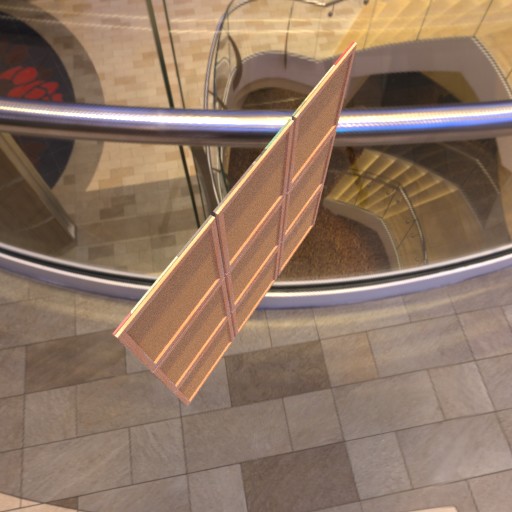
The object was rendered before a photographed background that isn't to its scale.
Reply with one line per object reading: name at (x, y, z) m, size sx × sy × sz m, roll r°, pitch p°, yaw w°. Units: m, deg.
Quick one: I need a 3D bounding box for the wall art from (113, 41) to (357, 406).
wall art at (0.000, 0.000, 1.363) m, size 0.012 × 0.910 × 0.911 m, roll 31°, pitch 68°, yaw 14°
